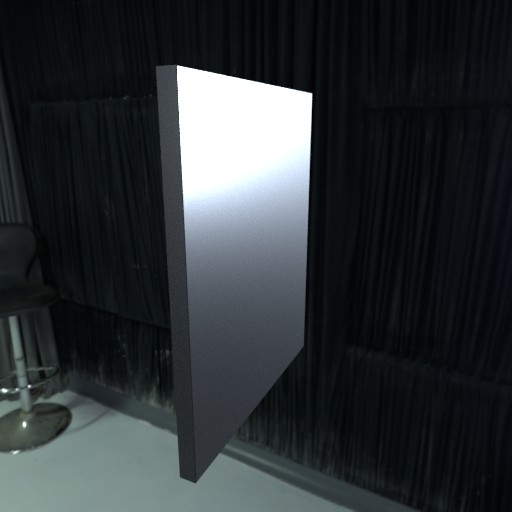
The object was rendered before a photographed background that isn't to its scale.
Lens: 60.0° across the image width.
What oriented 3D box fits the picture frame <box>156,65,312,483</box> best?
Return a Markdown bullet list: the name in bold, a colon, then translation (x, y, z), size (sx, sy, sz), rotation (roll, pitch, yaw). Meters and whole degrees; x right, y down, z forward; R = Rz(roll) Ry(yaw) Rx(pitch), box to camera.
- **picture frame**: translation (0.000, 0.000, 0.764), size (0.028, 0.556, 0.460), rotation (8, 18, 24)
